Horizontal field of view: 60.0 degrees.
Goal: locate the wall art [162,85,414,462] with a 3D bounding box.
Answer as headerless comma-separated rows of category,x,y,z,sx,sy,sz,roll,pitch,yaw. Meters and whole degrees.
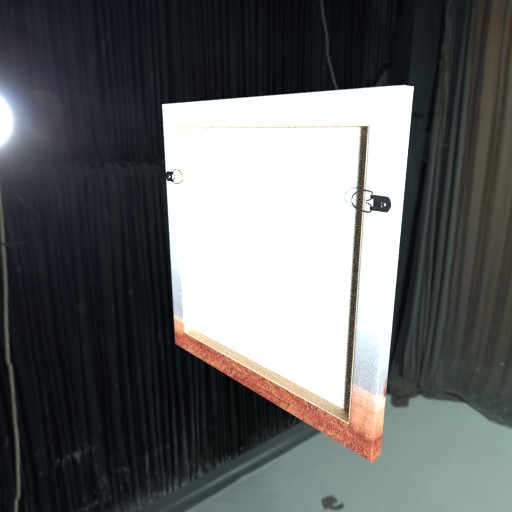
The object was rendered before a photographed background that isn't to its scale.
wall art,0.000,0.000,1.126,0.042,0.760,0.760,-14,21,-41
